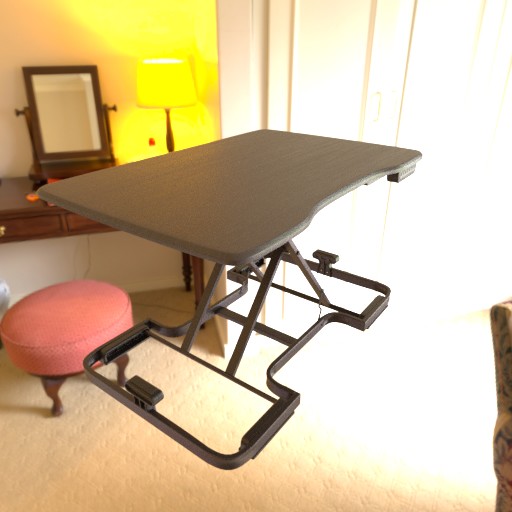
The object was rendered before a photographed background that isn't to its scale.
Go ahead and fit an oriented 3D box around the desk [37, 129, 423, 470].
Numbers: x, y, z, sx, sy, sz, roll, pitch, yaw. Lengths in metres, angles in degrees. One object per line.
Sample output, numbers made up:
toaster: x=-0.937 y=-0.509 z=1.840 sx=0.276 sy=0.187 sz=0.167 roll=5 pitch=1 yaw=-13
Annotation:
desk: x=0.000 y=0.000 z=1.144 sx=0.546 sy=0.470 sz=0.820 roll=18 pitch=32 yaw=32
